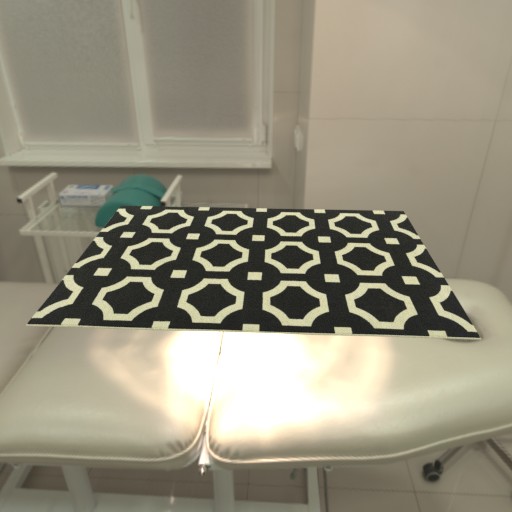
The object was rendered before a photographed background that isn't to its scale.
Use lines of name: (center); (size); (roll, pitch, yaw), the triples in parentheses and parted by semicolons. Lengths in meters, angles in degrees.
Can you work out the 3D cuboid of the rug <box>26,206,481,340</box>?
rug: (0.000, 0.000, 2.895); (2.286, 0.016, 1.555); (1, 29, 2)
